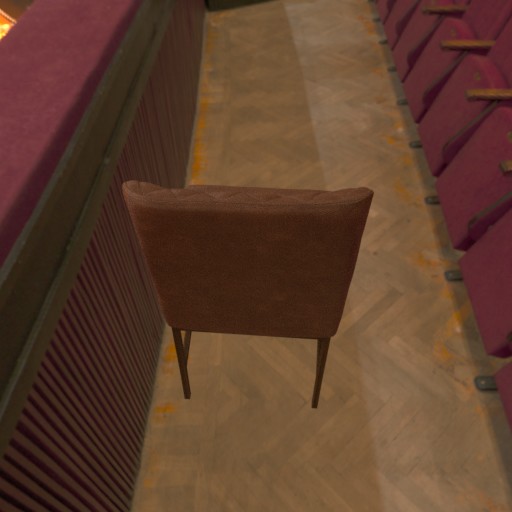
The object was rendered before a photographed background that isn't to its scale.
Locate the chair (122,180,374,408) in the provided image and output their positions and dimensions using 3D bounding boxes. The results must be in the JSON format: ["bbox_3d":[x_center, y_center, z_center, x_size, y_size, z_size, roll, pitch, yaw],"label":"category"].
[{"bbox_3d":[0.000,0.000,1.259,0.508,0.889,0.587,3,48,3],"label":"chair"}]
